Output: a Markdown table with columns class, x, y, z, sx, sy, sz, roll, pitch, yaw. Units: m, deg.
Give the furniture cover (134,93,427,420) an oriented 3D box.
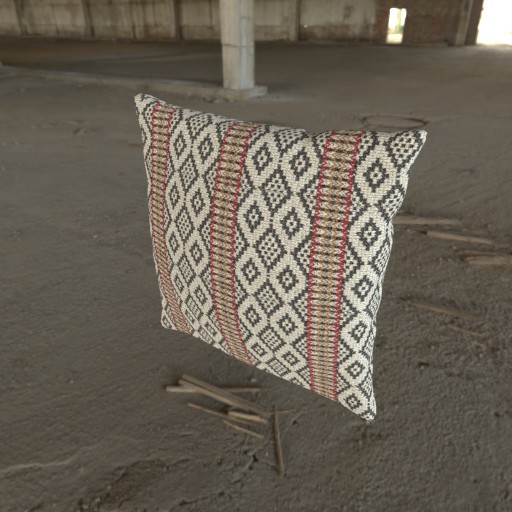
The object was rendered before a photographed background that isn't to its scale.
| class | x | y | z | sx | sy | sz | roll | pitch | yaw |
| --- | --- | --- | --- | --- | --- | --- | --- | --- | --- |
| furniture cover | 0.000 | 0.000 | 0.785 | 0.503 | 0.506 | 0.182 | 17 | 33 | 29 |
